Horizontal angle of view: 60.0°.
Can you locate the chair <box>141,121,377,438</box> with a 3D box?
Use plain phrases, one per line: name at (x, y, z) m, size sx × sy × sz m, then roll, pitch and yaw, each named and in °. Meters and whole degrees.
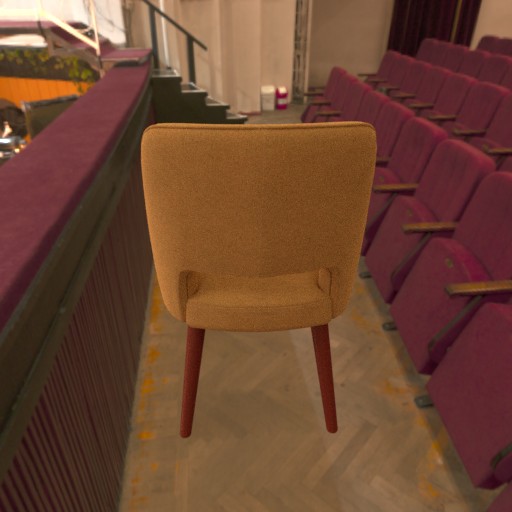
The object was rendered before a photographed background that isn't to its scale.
chair at (0.000, 0.000, 1.218) m, size 0.548 × 0.849 × 0.605 m, roll -1°, pitch 30°, yaw -2°
